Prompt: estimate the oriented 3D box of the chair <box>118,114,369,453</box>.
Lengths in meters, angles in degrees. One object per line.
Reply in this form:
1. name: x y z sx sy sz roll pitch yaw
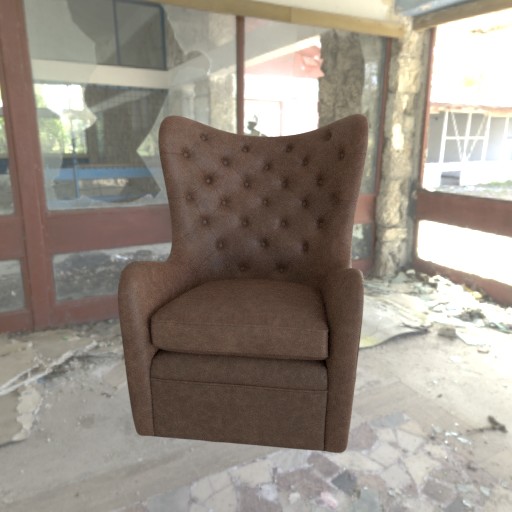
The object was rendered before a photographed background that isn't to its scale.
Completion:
1. chair: 0.000 0.000 1.725 0.831 1.079 0.930 2 14 7
